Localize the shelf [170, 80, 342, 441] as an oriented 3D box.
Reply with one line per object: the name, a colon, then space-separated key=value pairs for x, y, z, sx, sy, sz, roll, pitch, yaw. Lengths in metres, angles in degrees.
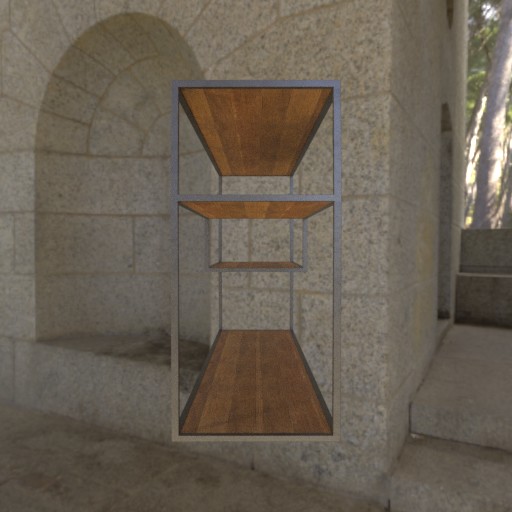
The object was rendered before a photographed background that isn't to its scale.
shelf: x=0.000 y=0.000 z=1.536 sx=0.361 sy=0.765 sz=1.201 roll=0 pitch=1 yaw=0
